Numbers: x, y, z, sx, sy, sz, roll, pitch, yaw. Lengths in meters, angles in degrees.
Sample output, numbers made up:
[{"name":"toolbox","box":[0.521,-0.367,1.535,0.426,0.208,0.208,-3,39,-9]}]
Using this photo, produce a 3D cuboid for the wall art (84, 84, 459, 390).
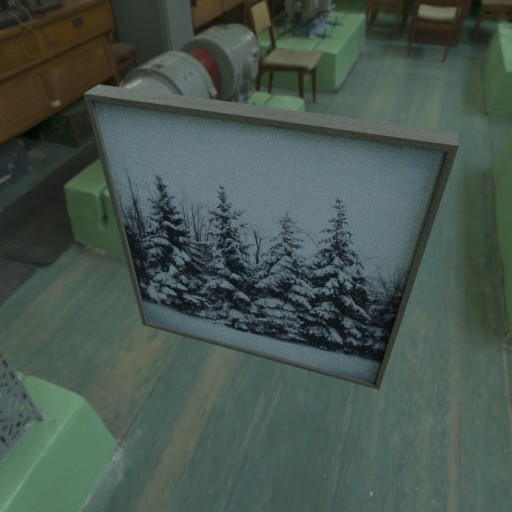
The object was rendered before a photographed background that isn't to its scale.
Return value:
[{"name":"wall art","box":[0.000,0.000,0.753,0.507,0.507,0.037,12,42,14]}]
